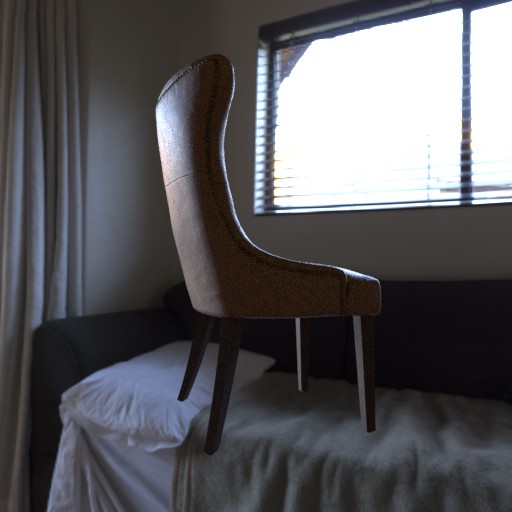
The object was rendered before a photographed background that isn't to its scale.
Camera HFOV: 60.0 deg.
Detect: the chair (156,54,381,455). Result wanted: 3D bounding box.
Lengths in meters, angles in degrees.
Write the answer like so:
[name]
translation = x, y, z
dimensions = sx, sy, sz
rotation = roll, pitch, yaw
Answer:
[chair]
translation = 0.000, 0.000, 1.493
dimensions = 0.669, 1.065, 0.611
rotation = 1, -3, -18
